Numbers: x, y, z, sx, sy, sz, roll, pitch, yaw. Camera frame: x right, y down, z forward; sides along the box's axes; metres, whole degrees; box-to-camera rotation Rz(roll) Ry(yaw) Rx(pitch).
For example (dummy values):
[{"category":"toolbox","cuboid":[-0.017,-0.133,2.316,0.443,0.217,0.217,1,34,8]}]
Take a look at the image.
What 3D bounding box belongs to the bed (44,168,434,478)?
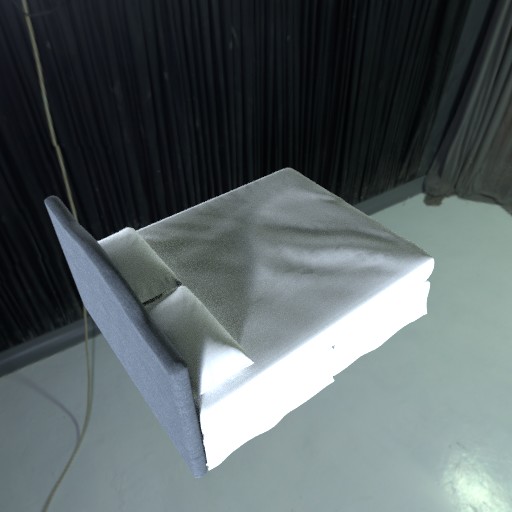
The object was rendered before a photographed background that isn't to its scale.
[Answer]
[{"category":"bed","cuboid":[0.000,0.000,3.937,2.689,1.457,2.161,-27,49,-27]}]
